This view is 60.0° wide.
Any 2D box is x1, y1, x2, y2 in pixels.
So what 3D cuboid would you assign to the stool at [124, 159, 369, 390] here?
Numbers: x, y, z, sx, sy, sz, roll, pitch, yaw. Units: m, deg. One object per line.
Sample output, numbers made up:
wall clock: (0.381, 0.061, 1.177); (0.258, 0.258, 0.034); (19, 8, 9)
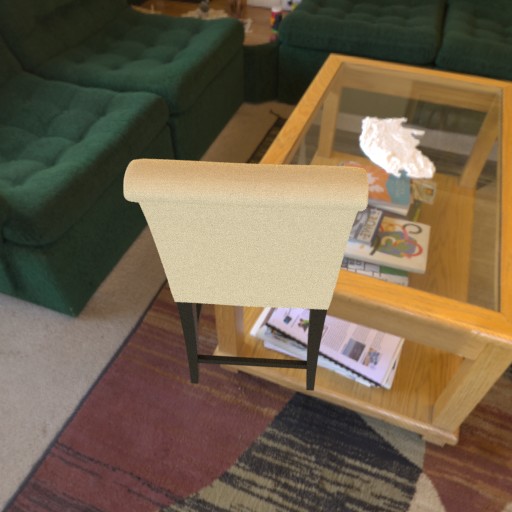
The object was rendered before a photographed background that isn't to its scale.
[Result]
stool: (0.000, 0.000, 1.329); (0.452, 0.976, 0.597); (3, 47, 3)
